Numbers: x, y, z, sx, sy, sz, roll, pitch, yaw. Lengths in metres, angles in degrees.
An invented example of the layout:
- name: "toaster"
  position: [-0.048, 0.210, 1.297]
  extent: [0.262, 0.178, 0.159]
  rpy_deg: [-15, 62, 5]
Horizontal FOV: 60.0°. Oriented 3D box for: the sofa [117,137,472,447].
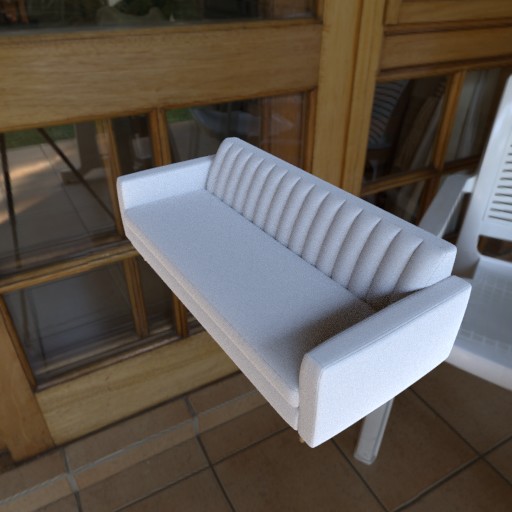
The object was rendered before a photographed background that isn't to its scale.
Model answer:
- name: "sofa"
  position: [0.000, 0.000, 2.768]
  extent: [0.990, 0.821, 2.291]
  rpy_deg: [-21, 38, -28]
